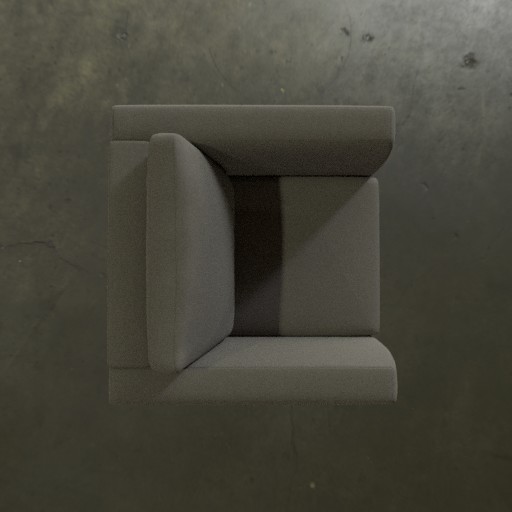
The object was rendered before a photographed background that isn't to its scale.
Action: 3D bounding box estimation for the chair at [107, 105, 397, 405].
[{"bbox_3d":[0.000,0.000,1.670,0.930,0.860,1.000,0,89,-1],"label":"chair"}]
